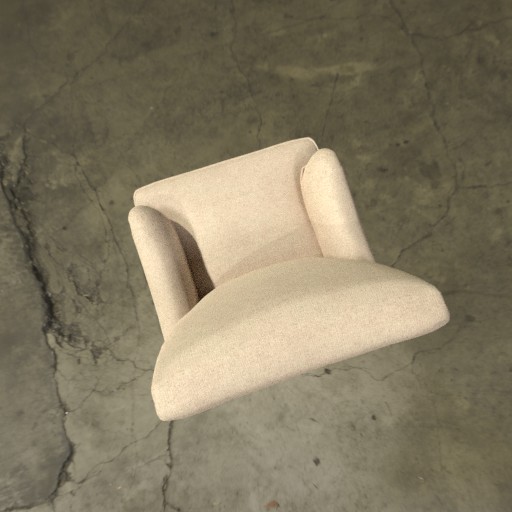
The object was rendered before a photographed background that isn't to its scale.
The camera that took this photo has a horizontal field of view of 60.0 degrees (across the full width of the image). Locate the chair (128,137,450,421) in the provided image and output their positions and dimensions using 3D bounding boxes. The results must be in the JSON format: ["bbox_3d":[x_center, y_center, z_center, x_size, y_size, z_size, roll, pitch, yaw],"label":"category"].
[{"bbox_3d":[0.000,0.000,1.816,0.879,1.119,0.953,-18,77,-4],"label":"chair"}]
